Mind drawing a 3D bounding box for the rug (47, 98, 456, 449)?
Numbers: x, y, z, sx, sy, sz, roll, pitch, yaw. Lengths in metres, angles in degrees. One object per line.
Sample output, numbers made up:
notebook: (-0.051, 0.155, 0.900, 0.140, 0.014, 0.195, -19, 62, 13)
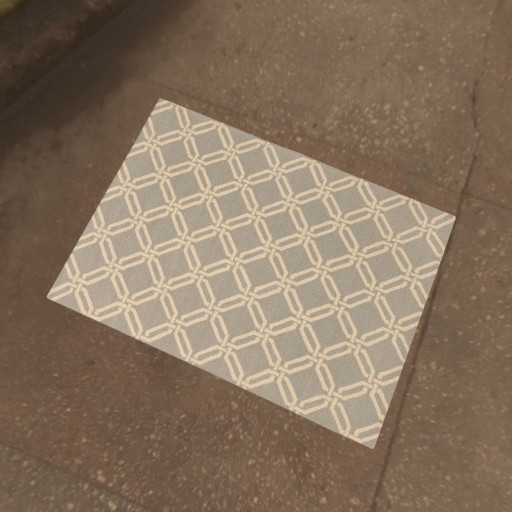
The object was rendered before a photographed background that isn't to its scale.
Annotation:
rug: (0.000, 0.000, 2.774, 2.133, 0.013, 1.522, 23, 77, 6)
